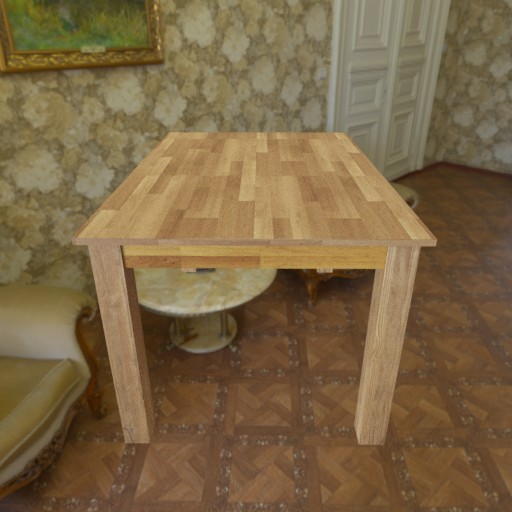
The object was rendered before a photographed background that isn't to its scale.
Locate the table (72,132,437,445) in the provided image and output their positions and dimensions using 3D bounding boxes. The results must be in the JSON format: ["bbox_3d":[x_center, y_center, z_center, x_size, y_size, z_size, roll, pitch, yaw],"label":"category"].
[{"bbox_3d":[0.000,0.000,1.839,0.900,0.750,1.300,0,27,0],"label":"table"}]
